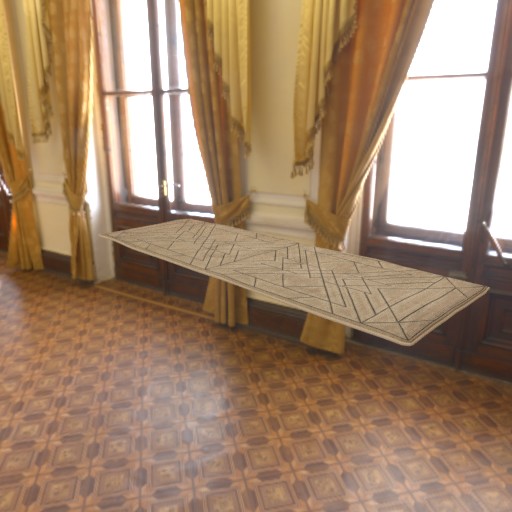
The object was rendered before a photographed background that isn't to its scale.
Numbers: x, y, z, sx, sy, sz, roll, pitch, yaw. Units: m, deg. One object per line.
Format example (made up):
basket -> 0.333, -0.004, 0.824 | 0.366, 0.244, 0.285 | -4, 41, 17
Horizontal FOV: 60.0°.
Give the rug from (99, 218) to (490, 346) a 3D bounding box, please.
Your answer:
rug -> 0.000, 0.000, 2.664 | 2.381, 0.036, 0.831 | 16, 22, 43
